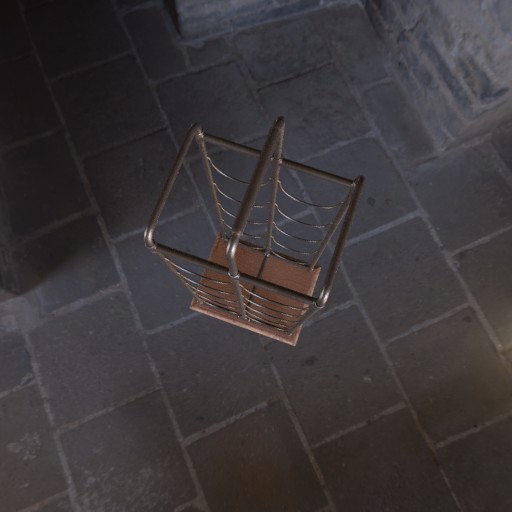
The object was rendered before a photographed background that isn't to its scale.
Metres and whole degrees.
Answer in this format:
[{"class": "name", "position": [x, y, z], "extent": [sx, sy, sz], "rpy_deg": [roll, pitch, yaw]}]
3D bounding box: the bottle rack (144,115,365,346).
[{"class": "bottle rack", "position": [0.000, 0.000, 0.793], "extent": [0.276, 0.680, 0.208], "rpy_deg": [19, 77, 5]}]
